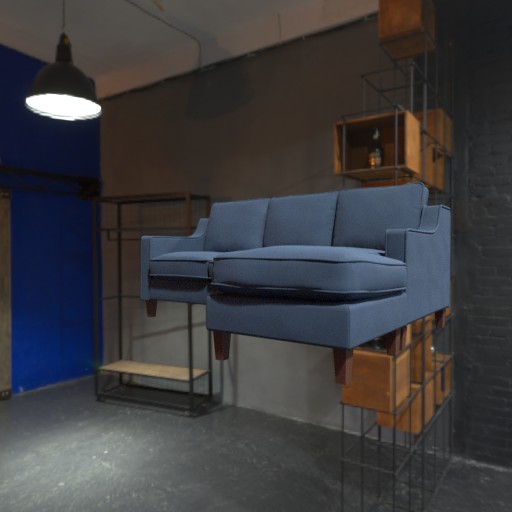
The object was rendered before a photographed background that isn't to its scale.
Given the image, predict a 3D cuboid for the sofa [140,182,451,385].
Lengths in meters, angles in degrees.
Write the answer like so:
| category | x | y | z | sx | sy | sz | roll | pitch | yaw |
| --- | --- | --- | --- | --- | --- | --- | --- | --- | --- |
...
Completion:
| category | x | y | z | sx | sy | sz | roll | pitch | yaw |
| --- | --- | --- | --- | --- | --- | --- | --- | --- | --- |
| sofa | 0.000 | 0.000 | 3.227 | 2.317 | 1.066 | 1.858 | 1 | 1 | 36 |
